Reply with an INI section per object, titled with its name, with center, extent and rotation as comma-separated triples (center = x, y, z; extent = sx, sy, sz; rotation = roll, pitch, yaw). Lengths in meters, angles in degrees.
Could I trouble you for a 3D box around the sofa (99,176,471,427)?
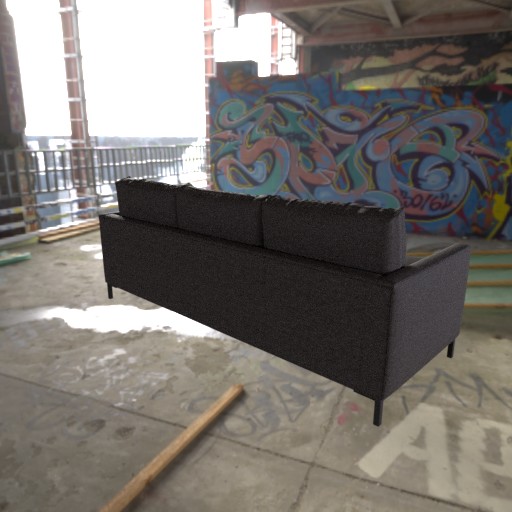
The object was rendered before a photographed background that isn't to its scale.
[sofa]
center = 0.000, 0.000, 2.720
extent = 2.253, 0.882, 0.876
rotation = 14, 20, 41
